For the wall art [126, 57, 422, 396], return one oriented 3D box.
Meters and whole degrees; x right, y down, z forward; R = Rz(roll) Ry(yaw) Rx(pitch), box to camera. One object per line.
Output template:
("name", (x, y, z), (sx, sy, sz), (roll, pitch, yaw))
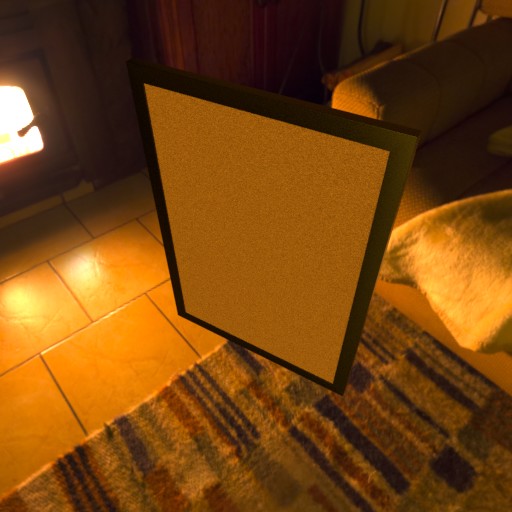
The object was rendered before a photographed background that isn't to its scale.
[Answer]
("wall art", (0.000, 0.000, 0.564), (0.304, 0.432, 0.013), (22, 49, 20))
